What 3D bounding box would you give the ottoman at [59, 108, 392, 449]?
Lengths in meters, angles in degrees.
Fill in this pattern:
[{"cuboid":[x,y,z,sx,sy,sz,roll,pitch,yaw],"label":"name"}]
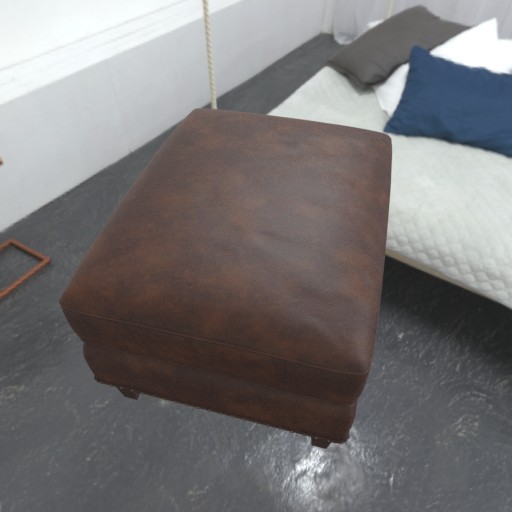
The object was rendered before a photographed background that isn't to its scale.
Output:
[{"cuboid":[0.000,0.000,1.121,0.586,0.486,0.742,11,48,10],"label":"ottoman"}]
